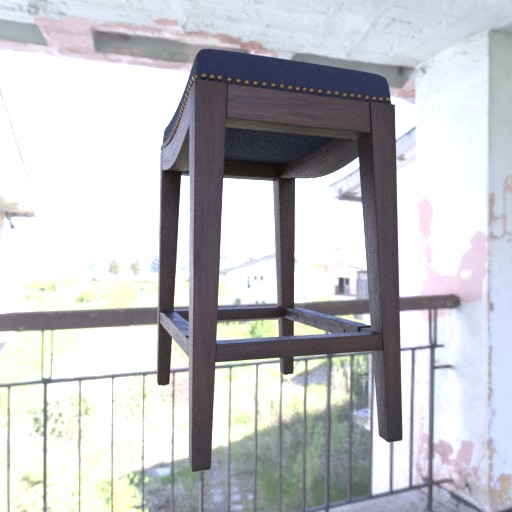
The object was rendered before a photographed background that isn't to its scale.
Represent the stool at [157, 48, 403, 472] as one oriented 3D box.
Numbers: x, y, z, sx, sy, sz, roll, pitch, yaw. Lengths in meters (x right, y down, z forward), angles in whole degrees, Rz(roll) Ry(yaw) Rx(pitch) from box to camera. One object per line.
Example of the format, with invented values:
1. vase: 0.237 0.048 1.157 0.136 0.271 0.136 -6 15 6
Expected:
1. stool: 0.000 0.000 0.937 0.361 0.642 0.500 0 -1 -18
